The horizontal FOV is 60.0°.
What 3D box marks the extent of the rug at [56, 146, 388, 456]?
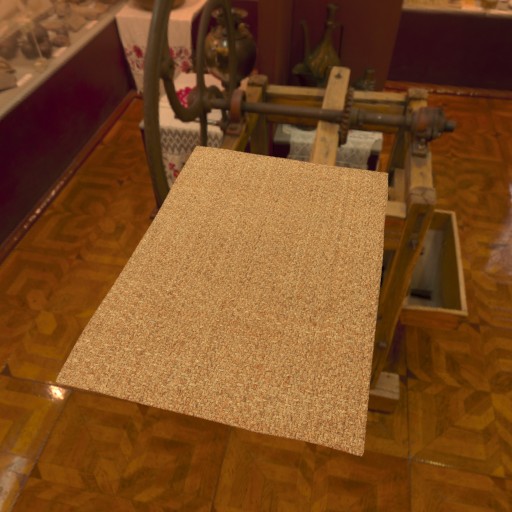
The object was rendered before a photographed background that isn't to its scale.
[{"bbox_3d":[0.000,0.000,2.788,1.566,0.013,2.141,10,48,9],"label":"rug"}]
